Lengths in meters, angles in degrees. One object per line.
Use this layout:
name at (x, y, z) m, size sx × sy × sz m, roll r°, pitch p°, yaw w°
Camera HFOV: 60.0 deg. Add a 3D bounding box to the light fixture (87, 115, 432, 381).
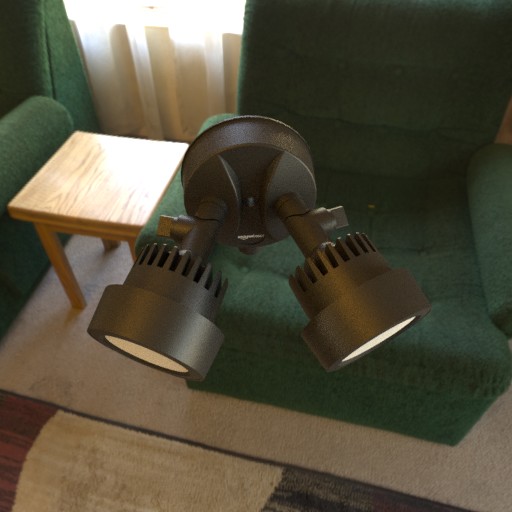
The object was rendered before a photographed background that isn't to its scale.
light fixture at (0.000, 0.000, 0.307) m, size 0.213 × 0.120 × 0.168 m, roll -3°, pitch 47°, yaw -3°
